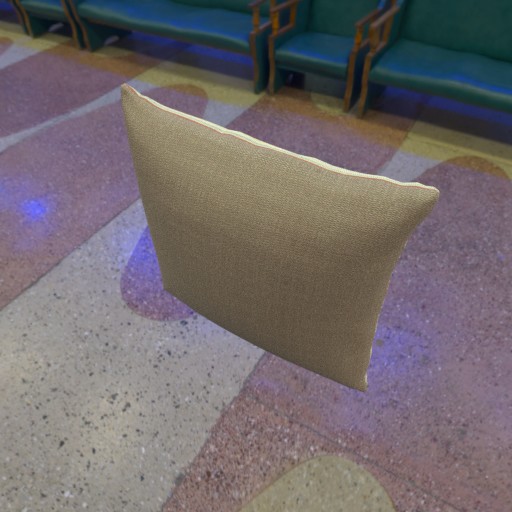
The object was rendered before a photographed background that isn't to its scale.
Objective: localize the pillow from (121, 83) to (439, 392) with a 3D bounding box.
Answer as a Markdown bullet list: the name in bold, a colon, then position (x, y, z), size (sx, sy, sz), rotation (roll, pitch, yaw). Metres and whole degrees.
- **pillow**: position (0.000, 0.000, 0.803), size (0.521, 0.519, 0.215), rotation (24, 51, 21)
